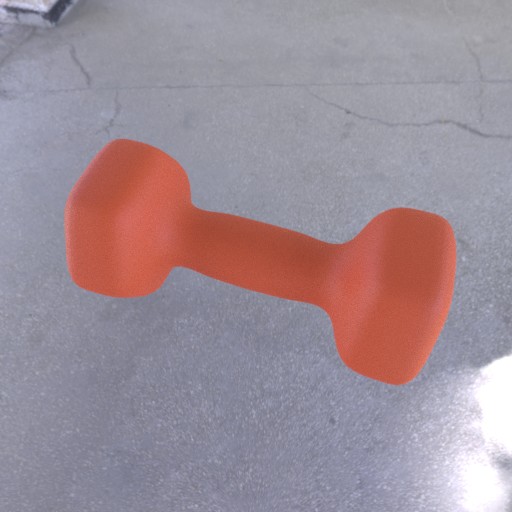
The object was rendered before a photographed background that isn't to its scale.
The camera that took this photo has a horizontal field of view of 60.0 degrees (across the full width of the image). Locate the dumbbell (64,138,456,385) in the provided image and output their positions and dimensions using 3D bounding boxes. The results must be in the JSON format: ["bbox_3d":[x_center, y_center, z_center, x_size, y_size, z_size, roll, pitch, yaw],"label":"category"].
[{"bbox_3d":[0.000,0.000,0.201,0.162,0.071,0.079,16,59,10],"label":"dumbbell"}]
